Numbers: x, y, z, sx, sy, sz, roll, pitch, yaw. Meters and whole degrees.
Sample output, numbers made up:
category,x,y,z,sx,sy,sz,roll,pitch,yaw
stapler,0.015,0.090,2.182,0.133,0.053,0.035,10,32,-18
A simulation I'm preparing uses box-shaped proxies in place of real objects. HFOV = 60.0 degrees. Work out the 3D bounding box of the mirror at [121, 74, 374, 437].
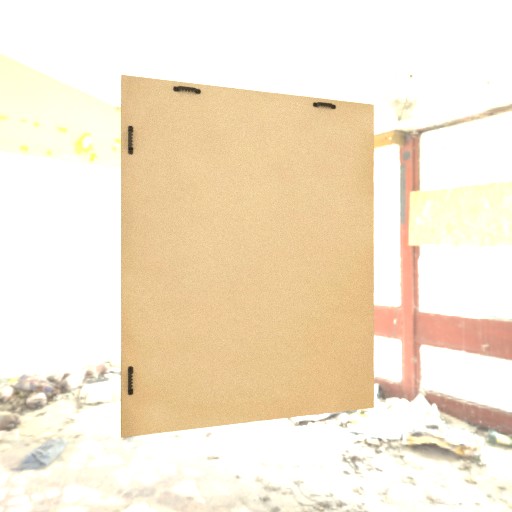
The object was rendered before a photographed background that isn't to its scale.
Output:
category,x,y,z,sx,sy,sz,roll,pitch,yaw
mirror,0.000,0.000,0.696,0.406,0.509,0.041,0,0,-18
